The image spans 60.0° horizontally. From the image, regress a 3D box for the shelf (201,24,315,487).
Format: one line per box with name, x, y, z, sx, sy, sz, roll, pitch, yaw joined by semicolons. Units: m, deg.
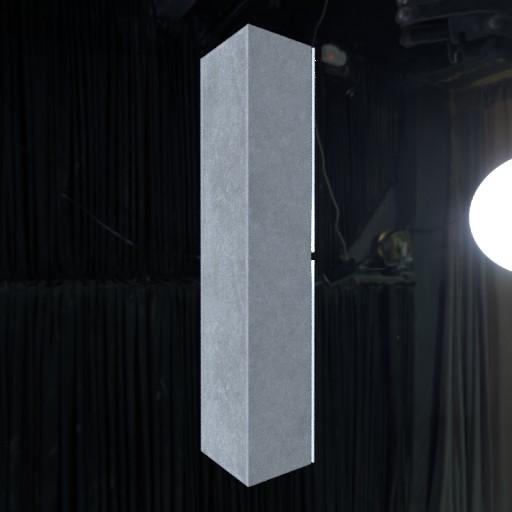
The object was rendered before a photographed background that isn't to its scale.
shelf;0.000;0.000;1.541;0.270;1.400;0.300;0;1;-35
